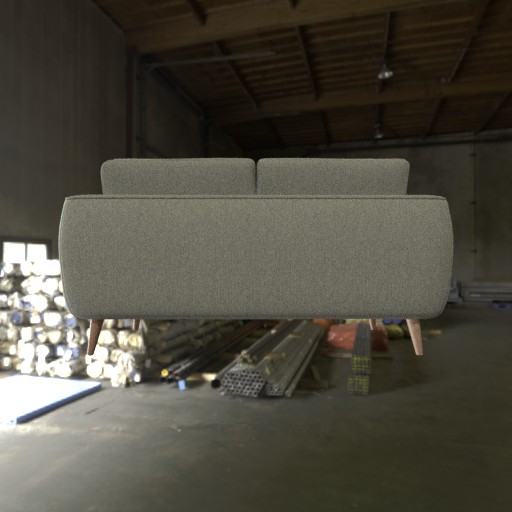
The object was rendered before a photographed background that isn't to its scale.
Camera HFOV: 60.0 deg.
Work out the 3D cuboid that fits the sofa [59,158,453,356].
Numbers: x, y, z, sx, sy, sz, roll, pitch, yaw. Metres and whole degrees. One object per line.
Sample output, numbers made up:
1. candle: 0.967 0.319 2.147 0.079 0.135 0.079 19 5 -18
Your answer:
1. sofa: 0.000 0.000 2.249 1.700 0.850 0.920 0 -1 0
